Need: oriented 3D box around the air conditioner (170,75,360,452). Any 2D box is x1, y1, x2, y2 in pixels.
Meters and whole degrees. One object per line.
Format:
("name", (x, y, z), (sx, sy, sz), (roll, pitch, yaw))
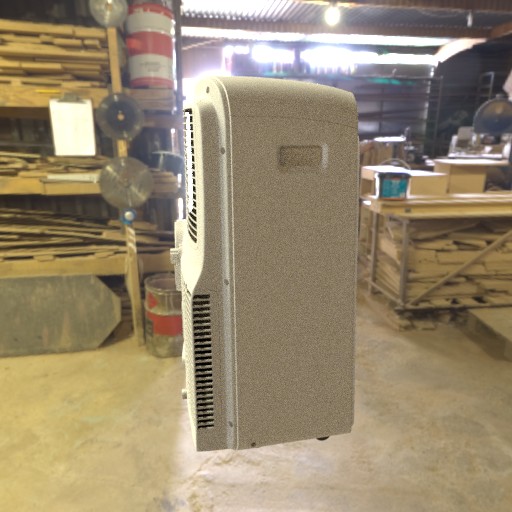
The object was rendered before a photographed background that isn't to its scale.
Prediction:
("air conditioner", (0.000, 0.000, 0.966), (0.365, 0.700, 0.454), (-3, 17, -9))
